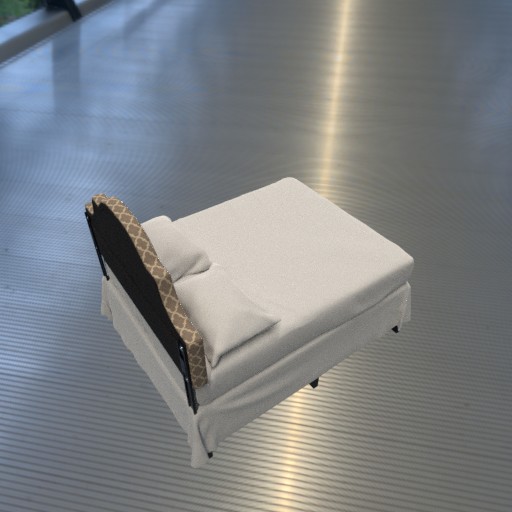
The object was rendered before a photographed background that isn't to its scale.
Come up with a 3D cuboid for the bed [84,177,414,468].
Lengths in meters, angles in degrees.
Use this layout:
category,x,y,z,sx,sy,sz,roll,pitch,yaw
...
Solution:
category,x,y,z,sx,sy,sz,roll,pitch,yaw
bed,0.000,0.000,3.454,2.222,1.633,1.780,-25,47,-26
